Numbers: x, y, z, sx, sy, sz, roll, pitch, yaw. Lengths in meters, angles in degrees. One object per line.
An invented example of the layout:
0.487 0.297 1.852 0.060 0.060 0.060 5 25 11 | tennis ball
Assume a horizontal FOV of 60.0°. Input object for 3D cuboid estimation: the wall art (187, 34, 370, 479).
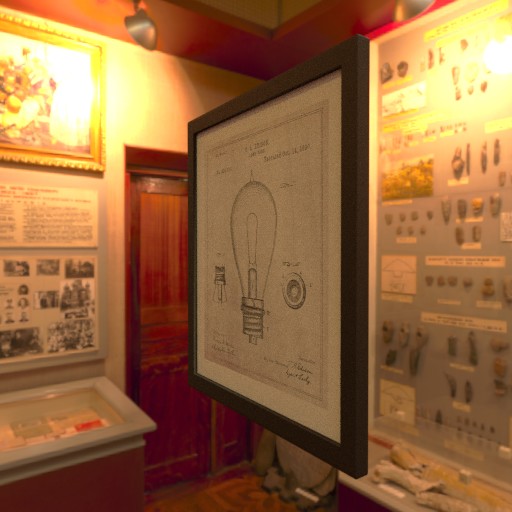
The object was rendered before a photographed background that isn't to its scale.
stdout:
0.000 0.000 0.688 0.021 0.509 0.430 -1 1 -35 | wall art
